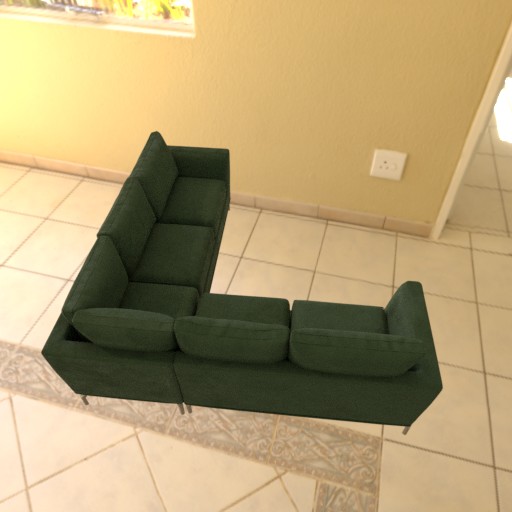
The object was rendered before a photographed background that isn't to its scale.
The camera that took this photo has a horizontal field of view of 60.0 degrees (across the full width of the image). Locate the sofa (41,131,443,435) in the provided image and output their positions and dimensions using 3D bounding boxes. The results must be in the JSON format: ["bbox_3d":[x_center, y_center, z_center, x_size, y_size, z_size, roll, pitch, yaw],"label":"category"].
[{"bbox_3d":[0.000,0.000,3.698,2.468,1.004,2.452,4,46,4],"label":"sofa"}]
